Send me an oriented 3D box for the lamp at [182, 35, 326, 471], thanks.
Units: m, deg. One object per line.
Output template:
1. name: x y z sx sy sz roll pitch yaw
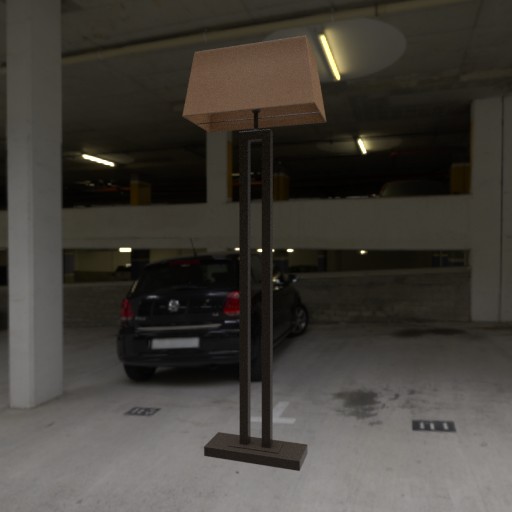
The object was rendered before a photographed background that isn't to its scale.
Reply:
1. lamp: 0.000 0.000 1.622 0.475 1.469 0.233 0 1 18
